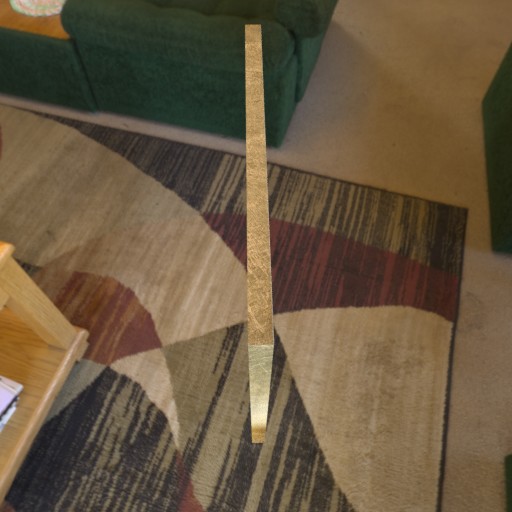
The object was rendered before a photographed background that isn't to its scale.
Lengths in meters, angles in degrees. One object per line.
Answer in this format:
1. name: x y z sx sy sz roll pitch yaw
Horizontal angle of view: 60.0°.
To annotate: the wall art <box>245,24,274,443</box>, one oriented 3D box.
1. wall art: 0.000 0.000 1.614 0.051 1.091 1.092 -1 58 -1
